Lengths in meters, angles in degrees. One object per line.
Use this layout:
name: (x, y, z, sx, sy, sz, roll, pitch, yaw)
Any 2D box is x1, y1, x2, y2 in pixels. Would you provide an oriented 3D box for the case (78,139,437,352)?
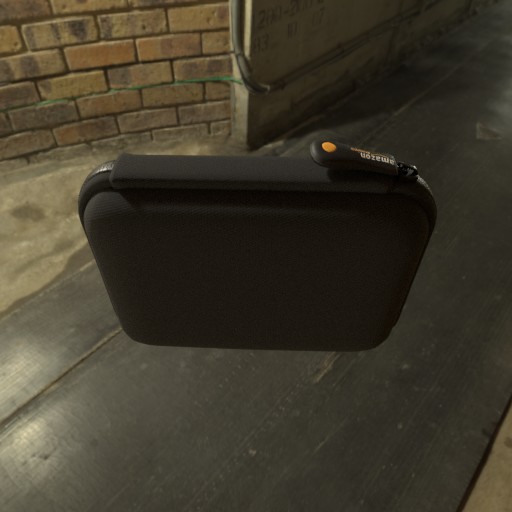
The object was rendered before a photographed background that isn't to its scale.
case: (0.000, 0.000, 0.181, 0.132, 0.105, 0.038, 2, 46, 1)
